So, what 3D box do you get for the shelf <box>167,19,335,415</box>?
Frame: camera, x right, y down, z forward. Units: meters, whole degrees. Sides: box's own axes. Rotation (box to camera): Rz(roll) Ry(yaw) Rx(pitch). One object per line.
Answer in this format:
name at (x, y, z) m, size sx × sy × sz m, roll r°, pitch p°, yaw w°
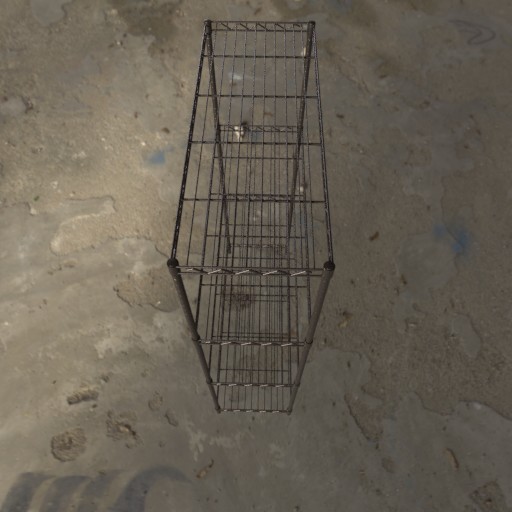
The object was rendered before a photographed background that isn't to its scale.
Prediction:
shelf at (0.000, 0.000, 1.731) m, size 0.352 × 1.361 × 0.907 m, roll 1°, pitch 58°, yaw 1°
